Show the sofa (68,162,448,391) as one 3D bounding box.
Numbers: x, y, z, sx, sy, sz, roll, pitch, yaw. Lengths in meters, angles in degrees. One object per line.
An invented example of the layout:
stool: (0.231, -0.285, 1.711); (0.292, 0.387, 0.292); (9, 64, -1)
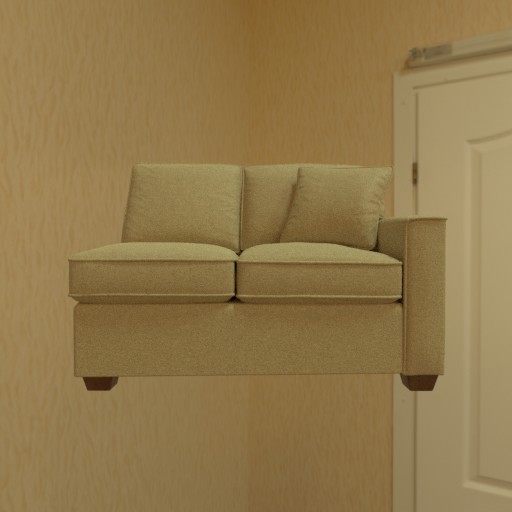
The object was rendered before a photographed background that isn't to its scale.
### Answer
sofa: (0.000, 0.000, 2.063); (1.388, 0.989, 0.991); (0, 1, 0)
